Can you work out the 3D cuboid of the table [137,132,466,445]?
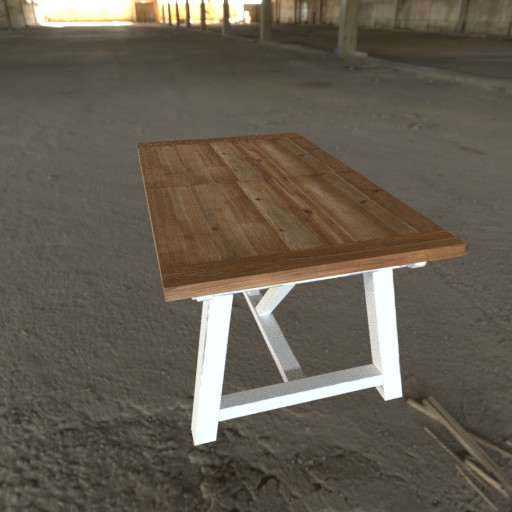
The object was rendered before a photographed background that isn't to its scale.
[{"bbox_3d":[0.000,0.000,2.067,0.922,0.743,1.503,-8,30,-14],"label":"table"}]
